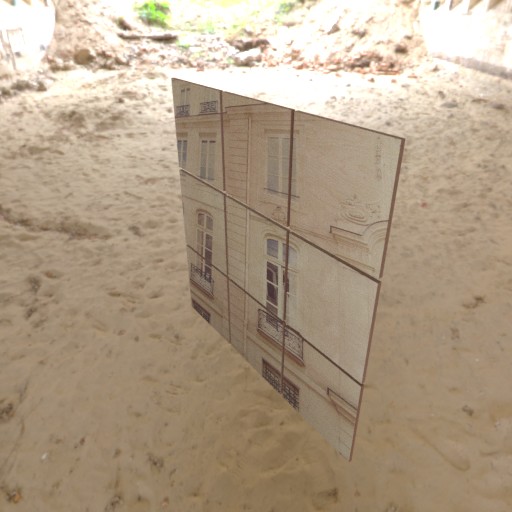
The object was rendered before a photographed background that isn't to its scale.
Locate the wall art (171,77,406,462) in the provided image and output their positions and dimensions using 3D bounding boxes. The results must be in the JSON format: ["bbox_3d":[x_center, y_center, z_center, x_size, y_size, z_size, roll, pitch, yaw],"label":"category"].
[{"bbox_3d":[0.000,0.000,1.799,0.024,1.218,1.221,-20,35,-31],"label":"wall art"}]
